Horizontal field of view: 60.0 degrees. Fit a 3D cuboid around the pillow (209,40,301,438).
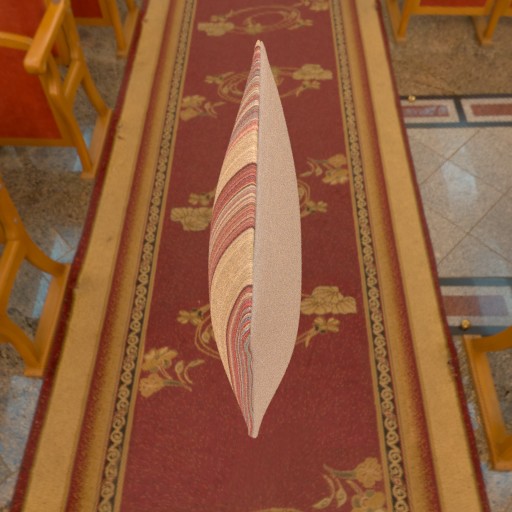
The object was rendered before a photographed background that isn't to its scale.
[{"bbox_3d":[0.000,0.000,0.655,0.136,0.419,0.437,1,58,1],"label":"pillow"}]
